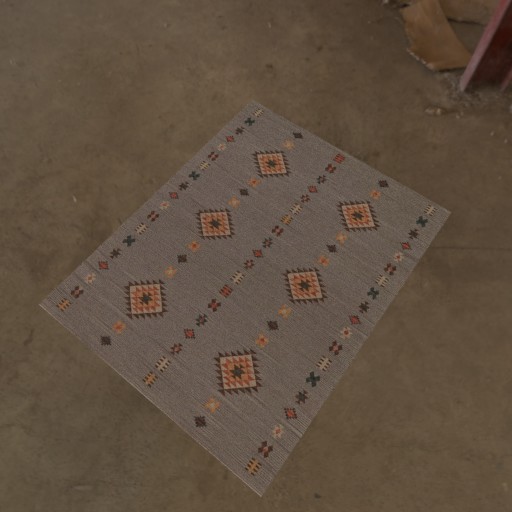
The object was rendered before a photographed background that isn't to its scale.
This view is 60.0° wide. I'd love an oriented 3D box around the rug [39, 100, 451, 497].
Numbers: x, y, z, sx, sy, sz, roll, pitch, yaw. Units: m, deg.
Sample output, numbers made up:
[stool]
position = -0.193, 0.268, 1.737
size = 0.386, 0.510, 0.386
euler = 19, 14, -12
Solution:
[rug]
position = 0.000, 0.000, 4.060
size = 2.425, 0.008, 3.035
euler = 34, 68, 16
